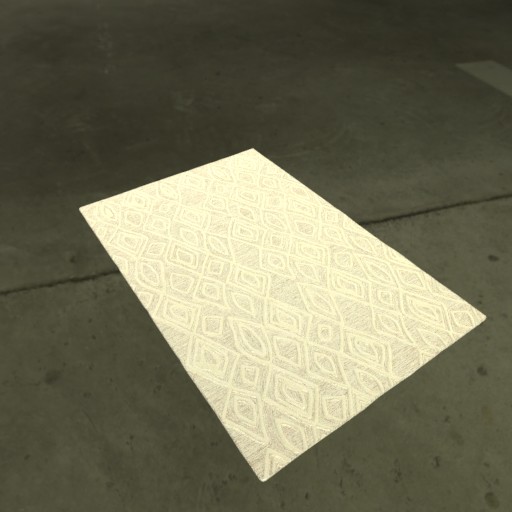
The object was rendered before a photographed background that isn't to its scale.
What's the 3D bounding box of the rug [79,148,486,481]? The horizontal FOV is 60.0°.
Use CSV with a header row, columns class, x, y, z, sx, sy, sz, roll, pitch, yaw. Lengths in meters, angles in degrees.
class,x,y,z,sx,sy,sz,roll,pitch,yaw
rug,0.000,0.000,2.254,1.224,0.016,1.832,-25,48,-25
